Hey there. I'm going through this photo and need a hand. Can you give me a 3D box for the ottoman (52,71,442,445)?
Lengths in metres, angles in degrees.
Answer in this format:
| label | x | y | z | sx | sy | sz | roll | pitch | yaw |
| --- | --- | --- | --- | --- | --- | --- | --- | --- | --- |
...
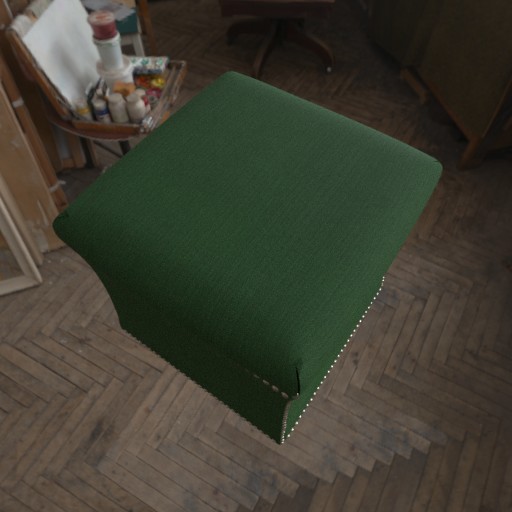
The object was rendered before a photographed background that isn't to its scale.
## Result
| label | x | y | z | sx | sy | sz | roll | pitch | yaw |
| --- | --- | --- | --- | --- | --- | --- | --- | --- | --- |
| ottoman | 0.000 | 0.000 | 0.914 | 0.497 | 0.475 | 0.507 | 31 | 62 | 18 |
